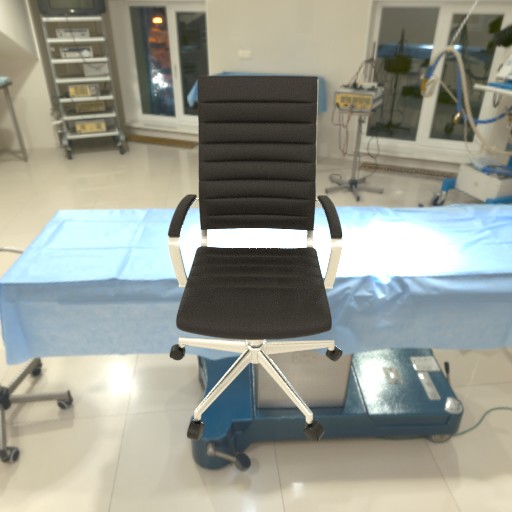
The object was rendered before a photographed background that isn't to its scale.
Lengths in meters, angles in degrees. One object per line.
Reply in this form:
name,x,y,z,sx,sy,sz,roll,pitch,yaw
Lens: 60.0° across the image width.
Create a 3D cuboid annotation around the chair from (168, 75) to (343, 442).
chair,0.000,0.000,1.628,0.766,1.149,0.739,1,30,1
